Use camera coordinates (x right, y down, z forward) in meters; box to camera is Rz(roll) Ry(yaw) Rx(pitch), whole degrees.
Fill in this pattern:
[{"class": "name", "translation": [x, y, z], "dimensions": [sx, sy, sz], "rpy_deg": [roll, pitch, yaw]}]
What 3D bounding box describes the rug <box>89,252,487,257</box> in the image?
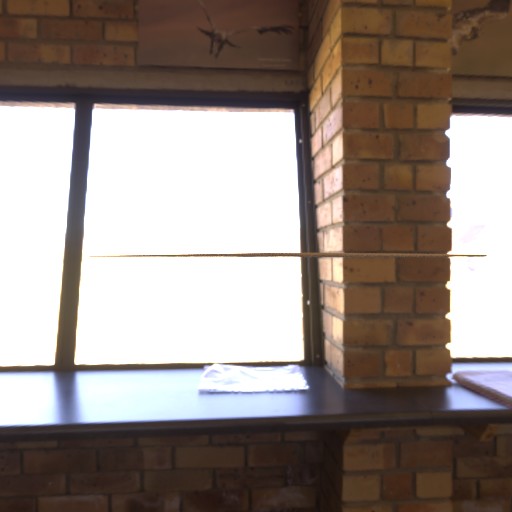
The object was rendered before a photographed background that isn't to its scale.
[{"class": "rug", "translation": [0.000, 0.000, 2.921], "dimensions": [1.526, 0.014, 2.290], "rpy_deg": [0, 0, -36]}]
